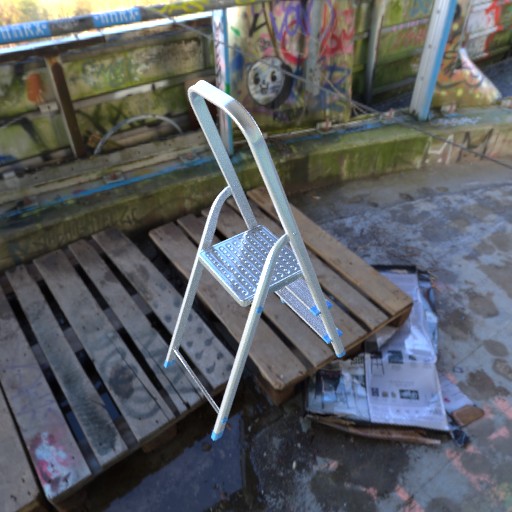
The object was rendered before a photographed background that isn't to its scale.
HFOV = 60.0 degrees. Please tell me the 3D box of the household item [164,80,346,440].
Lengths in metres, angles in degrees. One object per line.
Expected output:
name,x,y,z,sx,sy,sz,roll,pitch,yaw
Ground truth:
household item,0.000,0.000,1.541,0.687,1.215,0.420,-25,48,-26
